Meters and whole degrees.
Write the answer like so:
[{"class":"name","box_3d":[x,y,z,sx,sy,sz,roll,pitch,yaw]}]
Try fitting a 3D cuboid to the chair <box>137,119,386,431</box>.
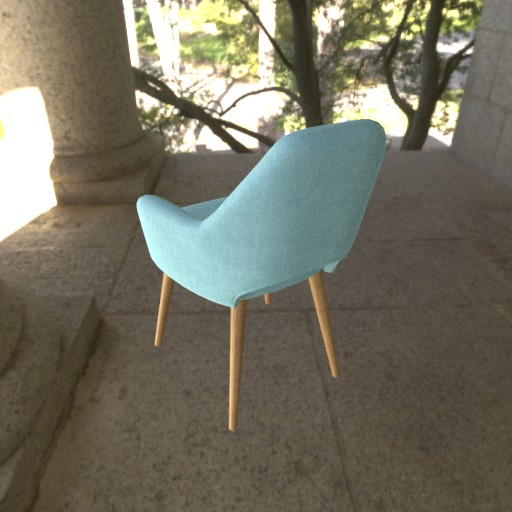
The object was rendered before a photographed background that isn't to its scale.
[{"class":"chair","box_3d":[0.000,0.000,1.236,0.590,0.840,0.610,-18,34,-28]}]
